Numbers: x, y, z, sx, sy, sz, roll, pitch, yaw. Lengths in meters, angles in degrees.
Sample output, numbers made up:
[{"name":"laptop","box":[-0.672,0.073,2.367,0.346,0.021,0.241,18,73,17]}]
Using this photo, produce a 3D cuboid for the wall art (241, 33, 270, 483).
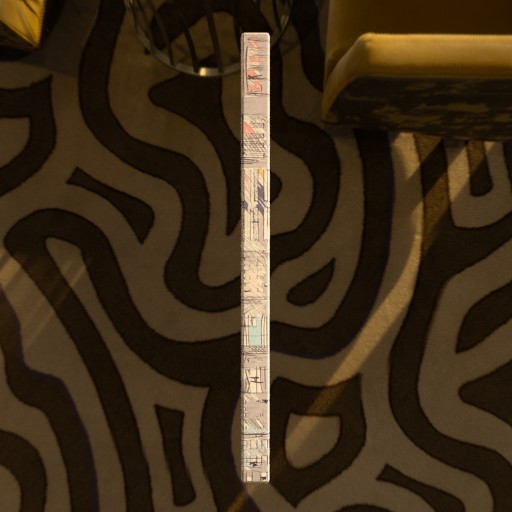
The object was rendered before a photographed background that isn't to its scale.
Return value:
[{"name":"wall art","box":[0.000,0.000,0.898,0.038,0.608,0.607,0,91,0]}]
